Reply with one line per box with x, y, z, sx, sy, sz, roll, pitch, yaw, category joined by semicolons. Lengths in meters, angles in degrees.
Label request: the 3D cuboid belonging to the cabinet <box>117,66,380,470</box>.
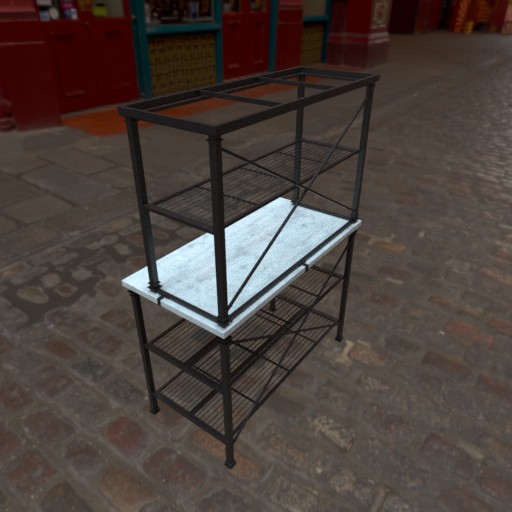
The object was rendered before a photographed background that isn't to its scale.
0.000;0.000;2.279;0.610;1.659;1.210;21;37;31;cabinet
